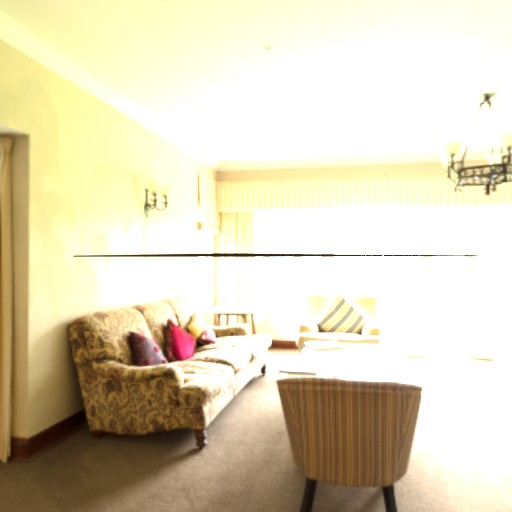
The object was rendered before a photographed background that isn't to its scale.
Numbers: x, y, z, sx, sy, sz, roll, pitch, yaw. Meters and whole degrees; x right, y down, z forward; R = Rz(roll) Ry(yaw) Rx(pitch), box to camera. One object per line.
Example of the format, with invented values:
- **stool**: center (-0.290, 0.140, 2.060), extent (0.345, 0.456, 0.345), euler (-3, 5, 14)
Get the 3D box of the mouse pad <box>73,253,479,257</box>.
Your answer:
- **mouse pad**: center (0.000, 0.000, 0.625), extent (0.393, 0.002, 0.451), euler (0, 0, -36)
